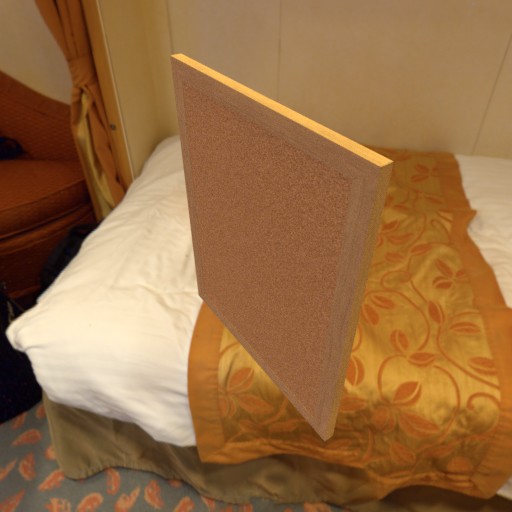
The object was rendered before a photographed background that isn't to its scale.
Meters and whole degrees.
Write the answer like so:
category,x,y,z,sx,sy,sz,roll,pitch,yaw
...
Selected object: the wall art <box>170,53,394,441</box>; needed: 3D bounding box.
category,x,y,z,sx,sy,sz,roll,pitch,yaw
wall art,0.000,0.000,0.774,0.020,0.561,0.460,-25,46,-26
